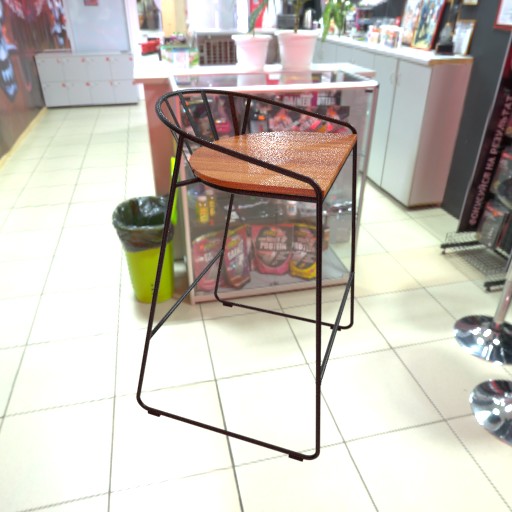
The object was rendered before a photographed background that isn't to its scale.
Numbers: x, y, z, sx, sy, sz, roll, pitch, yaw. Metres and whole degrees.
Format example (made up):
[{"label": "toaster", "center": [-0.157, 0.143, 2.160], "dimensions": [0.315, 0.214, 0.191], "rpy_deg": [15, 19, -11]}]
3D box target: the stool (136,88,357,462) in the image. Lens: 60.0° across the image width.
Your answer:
[{"label": "stool", "center": [0.000, 0.000, 1.192], "dimensions": [0.521, 0.812, 0.546], "rpy_deg": [10, 32, 17]}]
